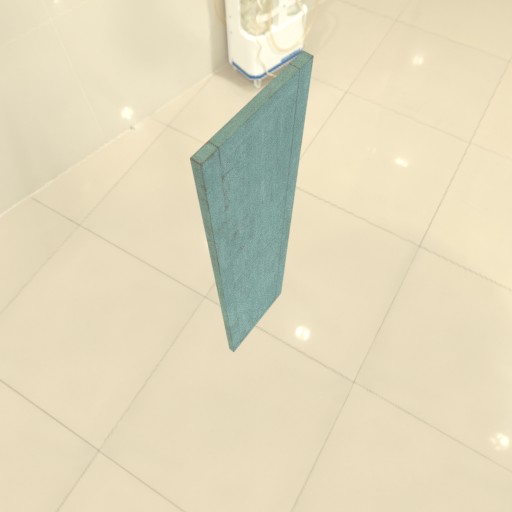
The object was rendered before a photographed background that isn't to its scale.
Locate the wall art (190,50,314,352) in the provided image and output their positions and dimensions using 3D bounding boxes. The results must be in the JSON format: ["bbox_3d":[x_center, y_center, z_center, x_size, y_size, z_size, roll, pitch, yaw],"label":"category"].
[{"bbox_3d":[0.000,0.000,1.335,0.025,1.219,0.329,35,68,16],"label":"wall art"}]
